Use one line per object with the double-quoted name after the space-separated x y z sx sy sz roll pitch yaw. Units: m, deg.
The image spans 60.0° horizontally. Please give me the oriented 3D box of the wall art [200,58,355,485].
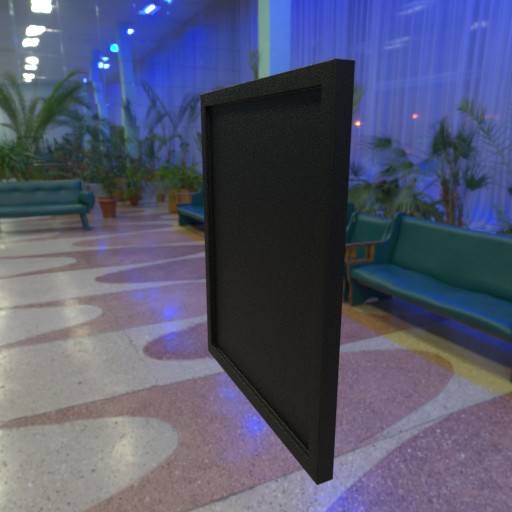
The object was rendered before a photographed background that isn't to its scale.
0.000 0.000 0.759 0.028 0.559 0.457 -7 16 -25 "wall art"
